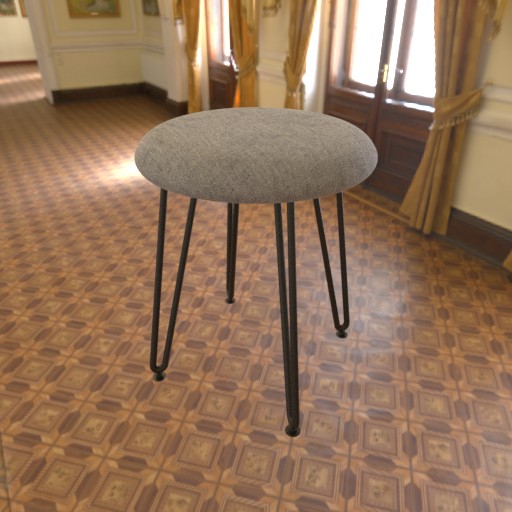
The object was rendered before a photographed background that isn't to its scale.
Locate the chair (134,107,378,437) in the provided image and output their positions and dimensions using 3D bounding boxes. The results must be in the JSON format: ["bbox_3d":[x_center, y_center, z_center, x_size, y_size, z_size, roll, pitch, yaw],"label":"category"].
[{"bbox_3d":[0.000,0.000,0.657,0.350,0.386,0.350,-9,31,-16],"label":"chair"}]
